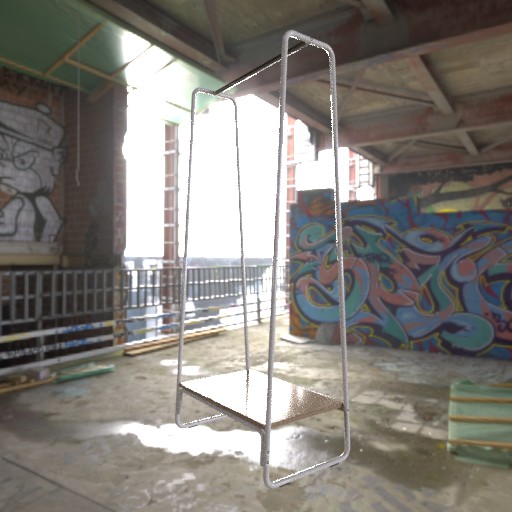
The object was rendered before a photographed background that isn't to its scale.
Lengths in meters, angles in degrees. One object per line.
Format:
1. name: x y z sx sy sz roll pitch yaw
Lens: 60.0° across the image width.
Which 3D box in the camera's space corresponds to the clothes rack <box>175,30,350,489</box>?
1. clothes rack: 0.000 0.000 1.770 0.400 1.500 0.640 0 0 -37
